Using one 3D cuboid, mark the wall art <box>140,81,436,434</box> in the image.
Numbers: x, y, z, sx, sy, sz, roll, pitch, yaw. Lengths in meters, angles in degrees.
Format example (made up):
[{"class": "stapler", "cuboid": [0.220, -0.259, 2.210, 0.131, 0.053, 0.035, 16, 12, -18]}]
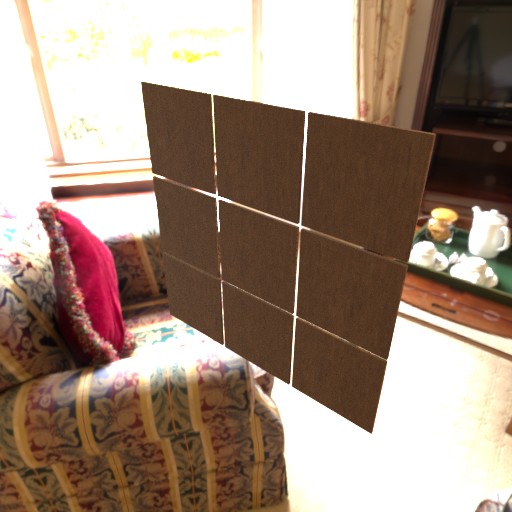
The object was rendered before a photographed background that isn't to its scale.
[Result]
[{"class": "wall art", "cuboid": [0.000, 0.000, 1.808, 1.215, 1.213, 0.013, 23, 38, 33]}]
